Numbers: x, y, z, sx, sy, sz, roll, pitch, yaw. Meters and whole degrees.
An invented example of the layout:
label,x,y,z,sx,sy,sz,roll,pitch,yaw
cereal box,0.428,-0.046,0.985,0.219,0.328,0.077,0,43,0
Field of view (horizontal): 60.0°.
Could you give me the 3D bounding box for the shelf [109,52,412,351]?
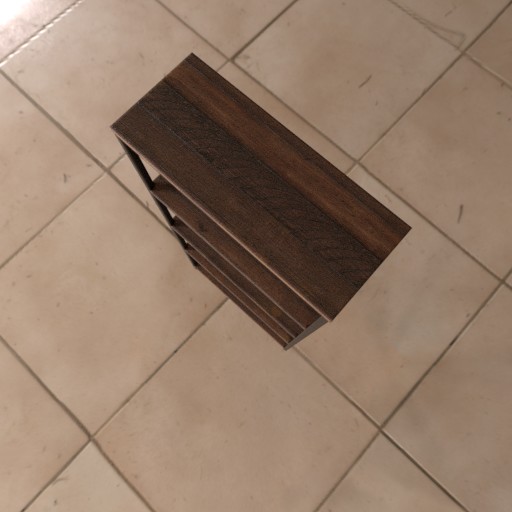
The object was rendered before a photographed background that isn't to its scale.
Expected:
label,x,y,z,sx,sy,sz,roll,pitch,yaw
shelf,0.000,0.000,2.200,0.874,1.860,0.359,41,79,10
